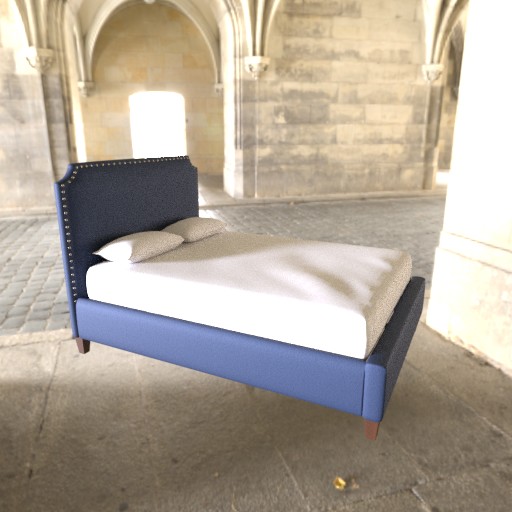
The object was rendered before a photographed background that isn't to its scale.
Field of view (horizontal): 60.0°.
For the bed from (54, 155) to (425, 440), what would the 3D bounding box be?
[{"bbox_3d":[0.000,0.000,3.465,2.372,1.443,1.712,8,17,26],"label":"bed"}]
